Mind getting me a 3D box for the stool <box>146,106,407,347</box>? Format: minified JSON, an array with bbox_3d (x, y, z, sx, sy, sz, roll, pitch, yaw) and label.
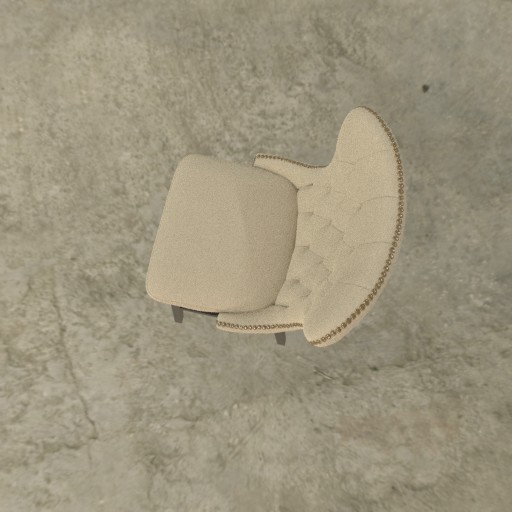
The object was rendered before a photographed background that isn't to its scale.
[{"bbox_3d":[0.000,0.000,1.390,0.605,1.066,0.528,12,77,3],"label":"stool"}]
